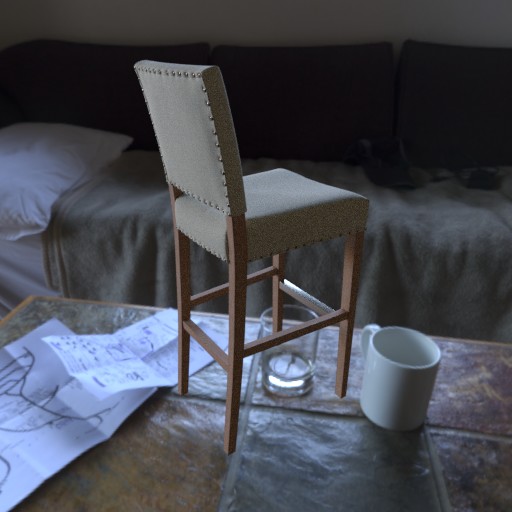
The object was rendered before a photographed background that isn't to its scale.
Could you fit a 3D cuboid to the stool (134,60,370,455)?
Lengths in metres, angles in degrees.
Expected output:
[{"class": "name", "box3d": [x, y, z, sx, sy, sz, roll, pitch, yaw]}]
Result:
[{"class": "stool", "box3d": [0.000, 0.000, 1.415, 0.546, 1.143, 0.428, -17, 31, -32]}]
